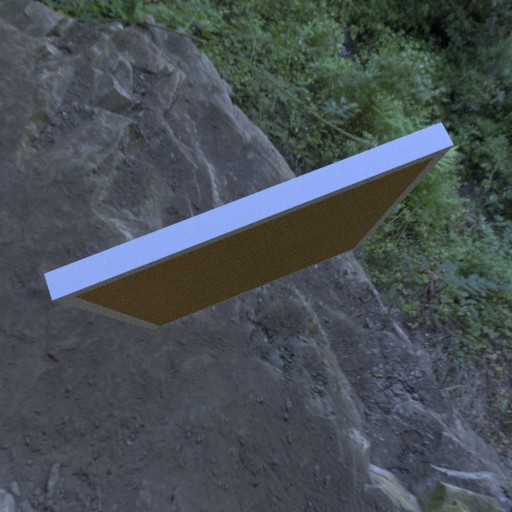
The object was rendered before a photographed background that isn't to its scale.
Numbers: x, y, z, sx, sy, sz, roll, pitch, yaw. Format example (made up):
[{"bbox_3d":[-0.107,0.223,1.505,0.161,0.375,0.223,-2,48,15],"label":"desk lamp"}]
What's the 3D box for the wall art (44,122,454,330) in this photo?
[{"bbox_3d":[0.000,0.000,0.466,0.307,0.307,0.020,-22,78,-5],"label":"wall art"}]
